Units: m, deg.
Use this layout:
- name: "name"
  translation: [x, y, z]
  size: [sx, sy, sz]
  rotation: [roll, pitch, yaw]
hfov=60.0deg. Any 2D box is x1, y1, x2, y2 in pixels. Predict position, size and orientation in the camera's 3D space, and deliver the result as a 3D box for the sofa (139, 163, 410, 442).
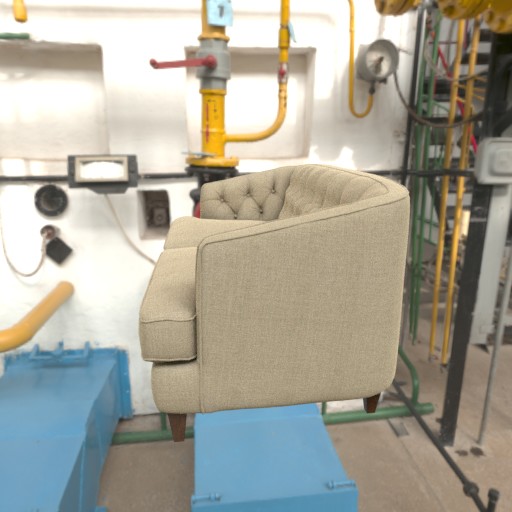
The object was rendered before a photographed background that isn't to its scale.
- name: "sofa"
  translation: [0.000, 0.000, 2.206]
  size: [0.941, 0.855, 1.733]
  rotation: [-2, 15, -6]
